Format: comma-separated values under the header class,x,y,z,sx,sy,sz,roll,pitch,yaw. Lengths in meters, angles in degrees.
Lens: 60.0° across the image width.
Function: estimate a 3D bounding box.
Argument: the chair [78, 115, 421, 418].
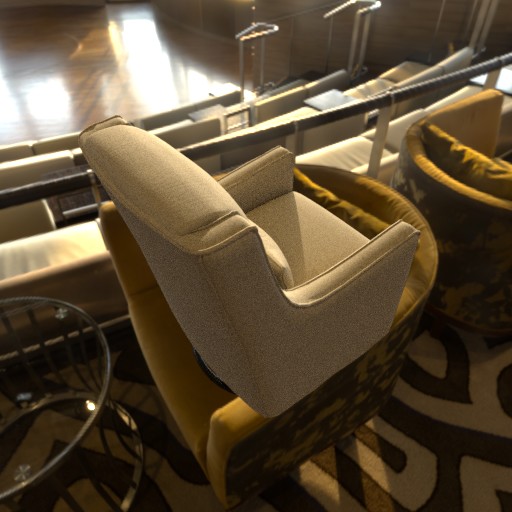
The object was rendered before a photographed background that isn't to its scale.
class,x,y,z,sx,sy,sz,roll,pitch,yaw
chair,0.000,0.000,1.570,0.879,0.993,0.732,-28,49,-27
